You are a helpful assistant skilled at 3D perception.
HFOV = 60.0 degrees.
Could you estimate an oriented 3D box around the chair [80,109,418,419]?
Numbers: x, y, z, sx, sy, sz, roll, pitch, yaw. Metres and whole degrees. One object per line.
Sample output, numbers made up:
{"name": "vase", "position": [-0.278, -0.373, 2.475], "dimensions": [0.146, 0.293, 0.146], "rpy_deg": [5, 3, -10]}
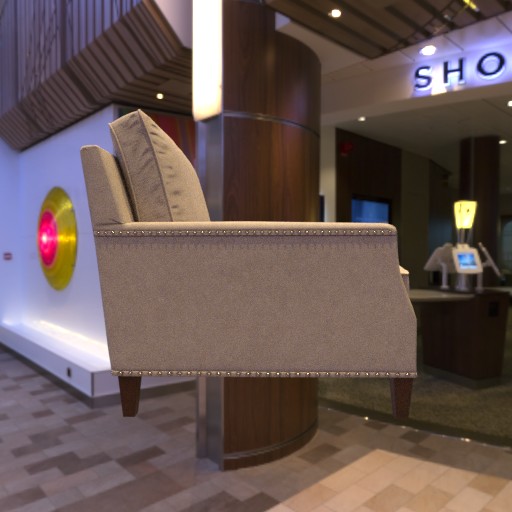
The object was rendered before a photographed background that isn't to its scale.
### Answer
{"name": "chair", "position": [0.000, 0.000, 1.706], "dimensions": [1.014, 0.943, 0.853], "rpy_deg": [0, 1, 1]}
